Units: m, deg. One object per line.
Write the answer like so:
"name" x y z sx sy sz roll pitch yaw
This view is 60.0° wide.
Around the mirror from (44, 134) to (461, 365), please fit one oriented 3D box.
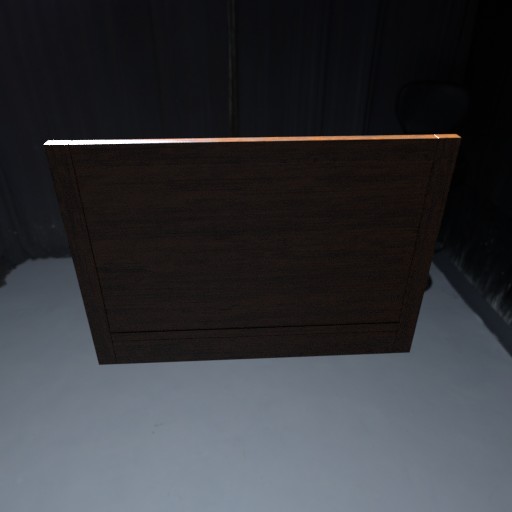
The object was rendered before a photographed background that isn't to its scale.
"mirror" 0.000 0.000 0.976 0.758 0.537 0.084 -2 31 -3
